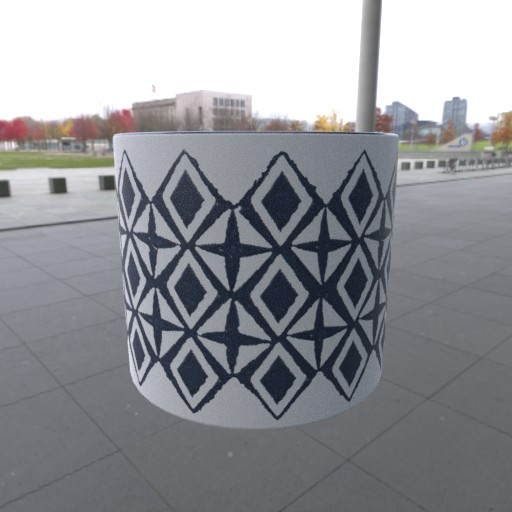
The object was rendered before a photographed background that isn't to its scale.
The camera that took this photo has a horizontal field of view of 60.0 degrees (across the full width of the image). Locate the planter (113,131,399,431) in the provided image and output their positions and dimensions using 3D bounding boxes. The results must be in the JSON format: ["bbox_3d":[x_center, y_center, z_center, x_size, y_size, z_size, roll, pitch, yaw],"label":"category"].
[{"bbox_3d":[0.000,0.000,0.386,0.224,0.203,0.224,0,14,0],"label":"planter"}]
